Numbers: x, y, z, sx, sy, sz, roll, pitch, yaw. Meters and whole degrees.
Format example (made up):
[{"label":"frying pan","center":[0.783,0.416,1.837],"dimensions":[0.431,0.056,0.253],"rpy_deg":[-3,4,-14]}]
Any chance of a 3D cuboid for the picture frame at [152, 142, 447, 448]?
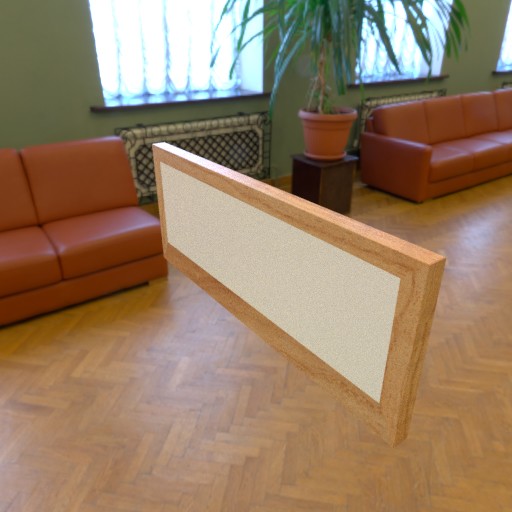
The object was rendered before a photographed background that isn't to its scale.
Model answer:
[{"label":"picture frame","center":[0.000,0.000,0.667],"dimensions":[0.045,0.234,0.582],"rpy_deg":[-18,32,-32]}]
